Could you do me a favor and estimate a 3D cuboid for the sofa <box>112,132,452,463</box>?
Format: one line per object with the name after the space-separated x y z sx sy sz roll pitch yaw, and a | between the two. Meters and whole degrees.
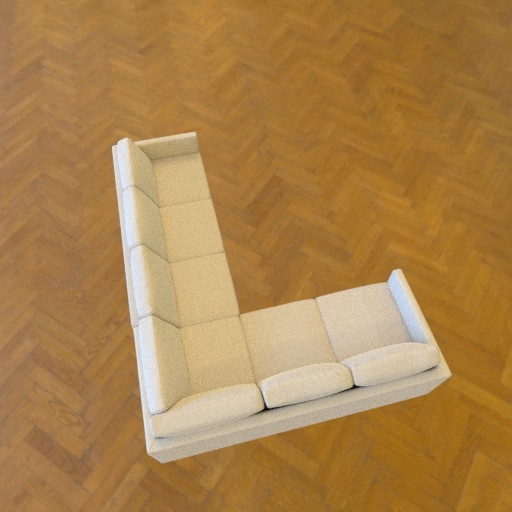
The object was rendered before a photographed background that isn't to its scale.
0.000 0.000 4.348 2.432 0.863 3.182 -12 60 -7 | sofa
